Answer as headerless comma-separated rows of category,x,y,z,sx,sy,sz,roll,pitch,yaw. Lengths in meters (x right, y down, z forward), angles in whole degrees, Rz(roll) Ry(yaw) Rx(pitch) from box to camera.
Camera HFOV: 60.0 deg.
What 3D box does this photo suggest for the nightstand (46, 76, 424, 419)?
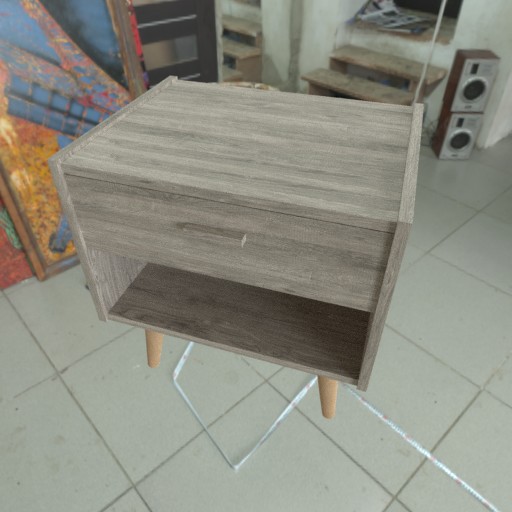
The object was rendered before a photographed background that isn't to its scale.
nightstand,0.000,0.000,0.836,0.480,0.500,0.380,12,41,14
